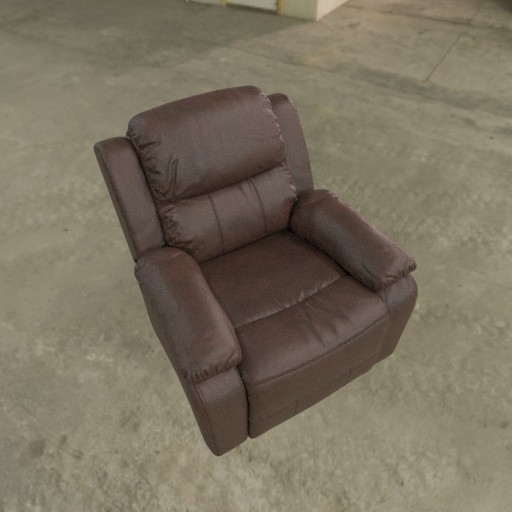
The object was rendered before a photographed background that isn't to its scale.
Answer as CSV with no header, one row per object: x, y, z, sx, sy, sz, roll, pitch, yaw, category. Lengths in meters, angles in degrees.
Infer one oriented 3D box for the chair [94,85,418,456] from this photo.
0.000,0.000,1.246,0.680,0.702,0.707,-23,49,-21,chair
